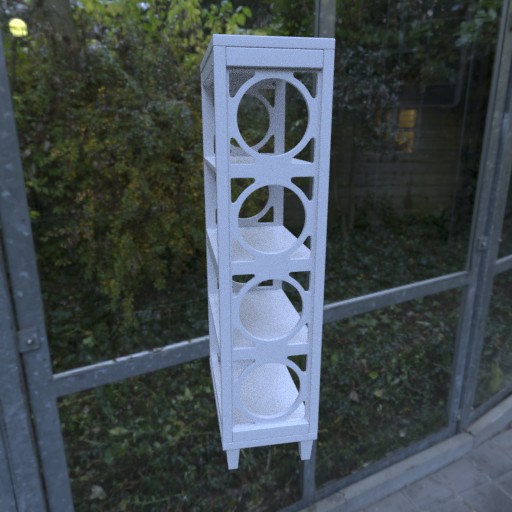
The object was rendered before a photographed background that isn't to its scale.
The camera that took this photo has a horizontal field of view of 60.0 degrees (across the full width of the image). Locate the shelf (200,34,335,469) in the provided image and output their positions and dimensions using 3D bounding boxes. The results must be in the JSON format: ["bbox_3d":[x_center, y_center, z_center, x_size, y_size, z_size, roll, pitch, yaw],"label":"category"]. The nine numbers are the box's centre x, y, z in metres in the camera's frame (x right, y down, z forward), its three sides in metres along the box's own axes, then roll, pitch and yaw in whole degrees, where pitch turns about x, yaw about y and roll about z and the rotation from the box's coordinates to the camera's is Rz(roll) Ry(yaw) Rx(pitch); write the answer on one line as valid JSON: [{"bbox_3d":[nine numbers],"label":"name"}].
[{"bbox_3d":[0.000,0.000,1.684,0.340,1.411,0.611,-3,16,-10],"label":"shelf"}]
